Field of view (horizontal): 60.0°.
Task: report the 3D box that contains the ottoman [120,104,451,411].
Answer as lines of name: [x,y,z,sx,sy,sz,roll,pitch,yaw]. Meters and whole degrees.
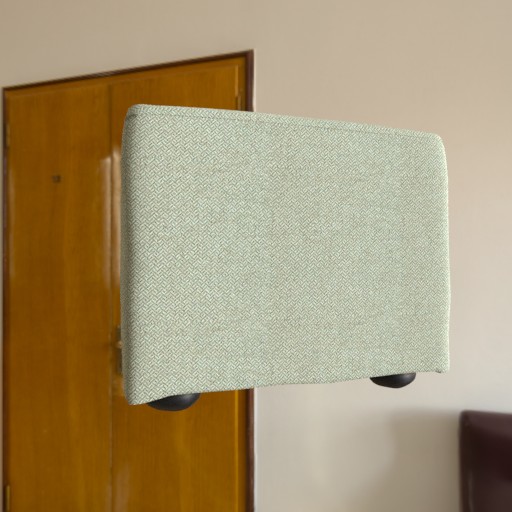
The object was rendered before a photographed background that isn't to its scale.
ottoman: [0.000,0.000,0.884,0.521,0.453,0.512,0,0,-17]
